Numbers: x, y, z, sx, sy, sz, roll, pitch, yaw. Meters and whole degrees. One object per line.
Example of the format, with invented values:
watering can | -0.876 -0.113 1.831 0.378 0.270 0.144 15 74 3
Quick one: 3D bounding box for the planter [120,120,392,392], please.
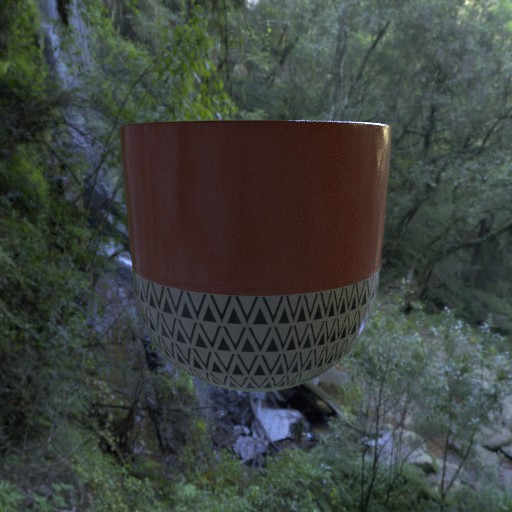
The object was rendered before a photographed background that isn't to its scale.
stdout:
planter | 0.000 0.000 0.484 0.266 0.270 0.266 0 14 0
